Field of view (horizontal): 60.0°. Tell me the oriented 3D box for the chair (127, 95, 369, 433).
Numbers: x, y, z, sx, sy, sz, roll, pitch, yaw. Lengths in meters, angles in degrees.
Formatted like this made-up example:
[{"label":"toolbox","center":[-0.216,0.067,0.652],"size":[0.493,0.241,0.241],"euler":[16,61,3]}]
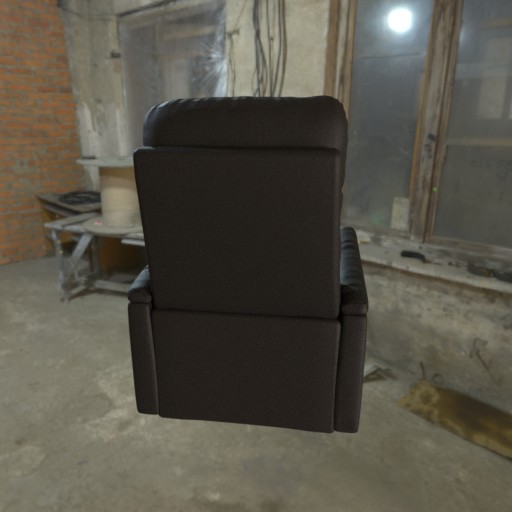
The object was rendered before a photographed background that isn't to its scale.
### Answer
[{"label":"chair","center":[0.000,0.000,1.630],"size":[0.775,1.082,0.831],"euler":[2,17,8]}]
